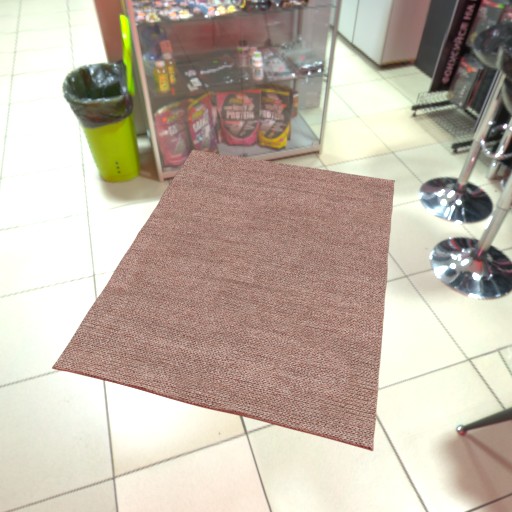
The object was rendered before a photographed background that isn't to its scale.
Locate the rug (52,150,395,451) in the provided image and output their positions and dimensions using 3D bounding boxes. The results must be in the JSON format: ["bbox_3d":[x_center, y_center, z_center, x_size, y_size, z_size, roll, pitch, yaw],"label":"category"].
[{"bbox_3d":[0.000,0.000,4.177,2.429,0.030,3.052,11,48,10],"label":"rug"}]
